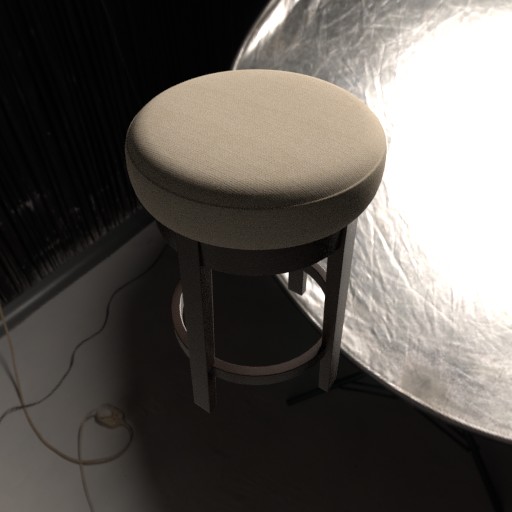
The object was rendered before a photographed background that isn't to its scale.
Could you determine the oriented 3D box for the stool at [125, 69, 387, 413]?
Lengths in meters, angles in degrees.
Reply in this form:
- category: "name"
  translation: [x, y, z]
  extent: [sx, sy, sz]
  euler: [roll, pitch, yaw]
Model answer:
- category: "stool"
  translation: [0.000, 0.000, 0.940]
  extent: [0.449, 0.655, 0.449]
  euler: [0, 46, 0]
